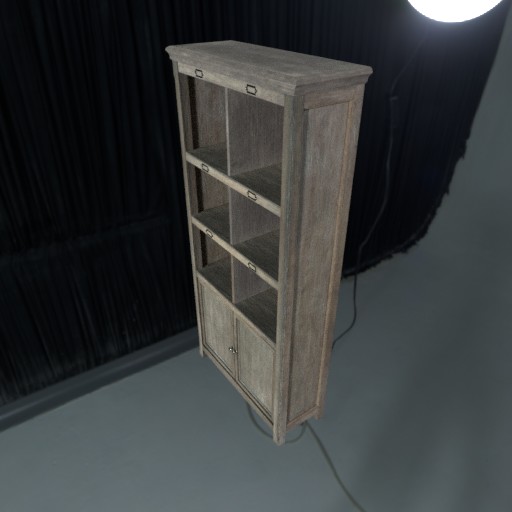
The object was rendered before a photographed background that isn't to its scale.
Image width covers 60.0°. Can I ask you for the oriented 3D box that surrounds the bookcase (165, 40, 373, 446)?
[{"bbox_3d":[0.000,0.000,2.254,0.348,1.880,0.906,-21,38,-29],"label":"bookcase"}]
